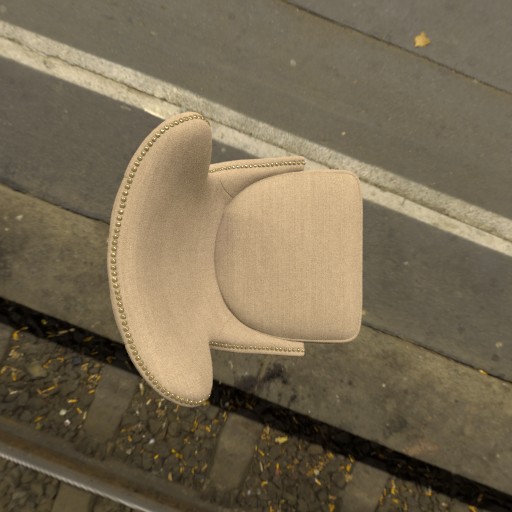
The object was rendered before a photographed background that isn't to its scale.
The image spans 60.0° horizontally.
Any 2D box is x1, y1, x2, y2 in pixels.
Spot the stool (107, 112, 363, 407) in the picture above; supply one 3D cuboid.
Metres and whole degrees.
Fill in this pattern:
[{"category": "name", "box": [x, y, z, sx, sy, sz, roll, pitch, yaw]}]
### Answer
[{"category": "stool", "box": [0.000, 0.000, 1.350, 0.597, 0.972, 0.615, 0, 91, 0]}]
